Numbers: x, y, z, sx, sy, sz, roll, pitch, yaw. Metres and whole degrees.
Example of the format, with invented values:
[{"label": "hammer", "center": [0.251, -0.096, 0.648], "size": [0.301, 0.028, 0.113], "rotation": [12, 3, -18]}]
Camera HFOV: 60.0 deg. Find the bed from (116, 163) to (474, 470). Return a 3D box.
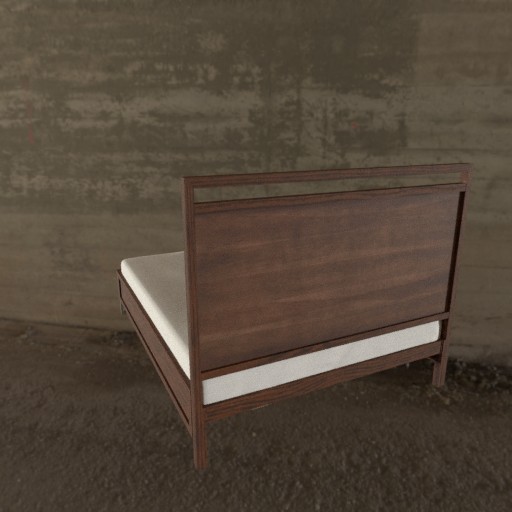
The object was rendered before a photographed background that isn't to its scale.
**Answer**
[{"label": "bed", "center": [0.000, 0.000, 3.394], "size": [1.765, 1.487, 2.218], "rotation": [-8, 18, -25]}]
